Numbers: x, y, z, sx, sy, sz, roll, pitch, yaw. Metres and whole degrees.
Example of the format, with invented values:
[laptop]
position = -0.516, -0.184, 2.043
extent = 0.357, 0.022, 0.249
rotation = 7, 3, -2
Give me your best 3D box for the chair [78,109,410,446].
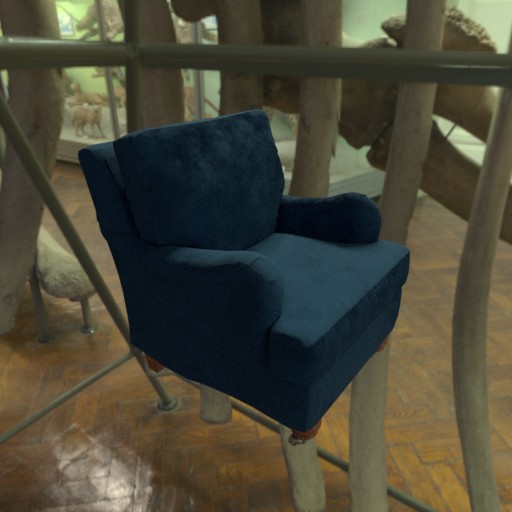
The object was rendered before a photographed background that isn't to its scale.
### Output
[chair]
position = 0.000, 0.000, 1.866
extent = 1.078, 1.076, 0.895
rotation = 18, 31, 33
